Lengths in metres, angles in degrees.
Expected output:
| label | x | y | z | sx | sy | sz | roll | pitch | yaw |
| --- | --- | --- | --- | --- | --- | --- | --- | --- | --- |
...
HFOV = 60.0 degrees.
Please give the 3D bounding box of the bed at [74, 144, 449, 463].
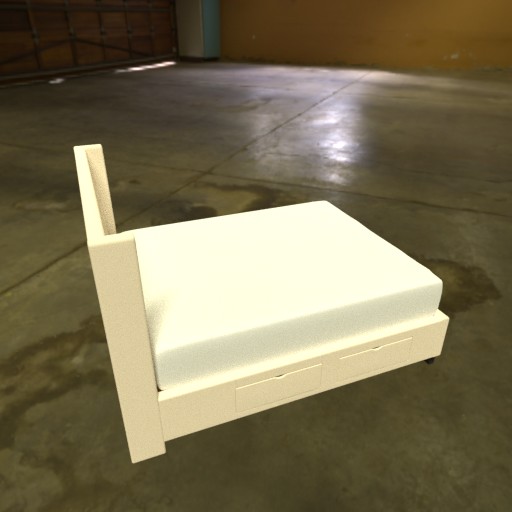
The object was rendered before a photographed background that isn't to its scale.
| label | x | y | z | sx | sy | sz | roll | pitch | yaw |
| --- | --- | --- | --- | --- | --- | --- | --- | --- | --- |
| bed | 0.000 | 0.000 | 3.363 | 2.280 | 1.471 | 1.765 | -11 | 30 | -19 |
